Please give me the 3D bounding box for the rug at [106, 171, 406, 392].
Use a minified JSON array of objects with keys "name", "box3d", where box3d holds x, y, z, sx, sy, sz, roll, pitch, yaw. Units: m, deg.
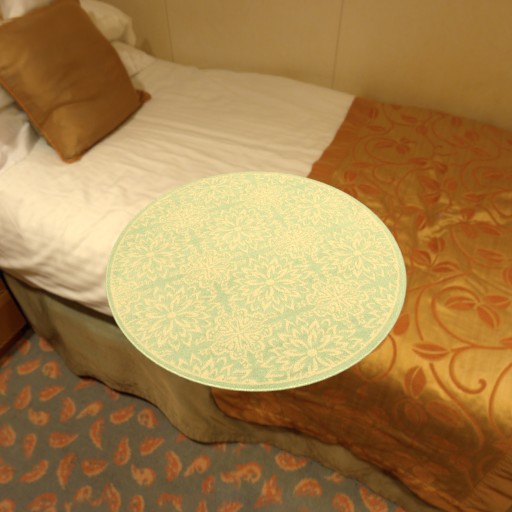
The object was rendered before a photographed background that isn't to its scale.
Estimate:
[{"name":"rug","box3d":[0.000,0.000,2.411,1.593,0.012,1.593,0,45,0]}]
